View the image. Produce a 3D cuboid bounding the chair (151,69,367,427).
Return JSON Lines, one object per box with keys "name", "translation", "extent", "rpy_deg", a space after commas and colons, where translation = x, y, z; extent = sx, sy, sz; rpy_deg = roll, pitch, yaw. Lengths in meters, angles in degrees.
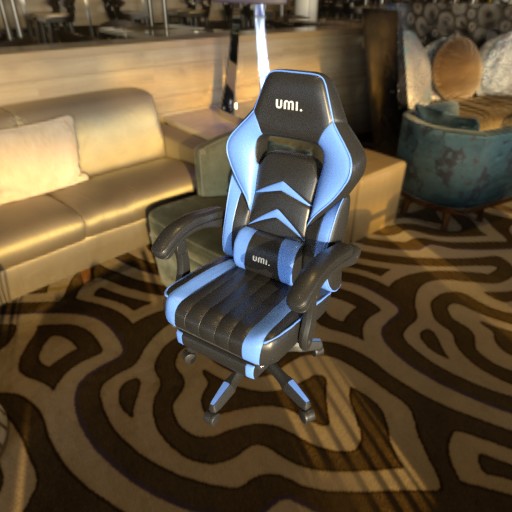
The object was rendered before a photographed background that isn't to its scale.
{"name": "chair", "translation": [0.000, 0.000, 1.726], "extent": [0.700, 1.280, 0.700], "rpy_deg": [19, 36, 28]}
